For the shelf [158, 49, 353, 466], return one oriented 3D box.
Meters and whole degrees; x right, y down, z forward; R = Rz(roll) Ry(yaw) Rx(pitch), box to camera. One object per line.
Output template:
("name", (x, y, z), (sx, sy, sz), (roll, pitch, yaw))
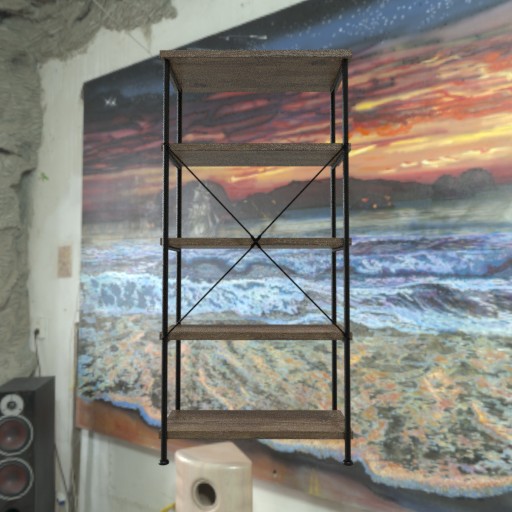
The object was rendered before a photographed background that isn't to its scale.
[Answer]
("shelf", (0.000, 0.000, 1.989), (0.800, 1.700, 0.360), (0, -2, 0))
